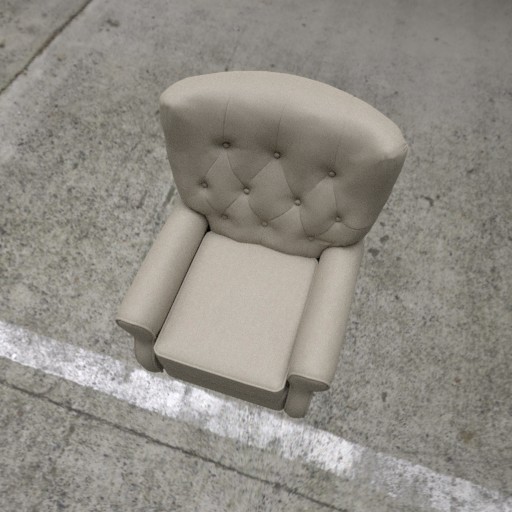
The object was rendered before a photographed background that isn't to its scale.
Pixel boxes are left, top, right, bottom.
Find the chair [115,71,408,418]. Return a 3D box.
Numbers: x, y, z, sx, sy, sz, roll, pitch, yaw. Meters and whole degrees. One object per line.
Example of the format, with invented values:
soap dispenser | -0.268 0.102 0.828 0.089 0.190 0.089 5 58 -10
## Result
chair | 0.000 0.000 1.911 0.943 1.158 1.059 15 59 9
